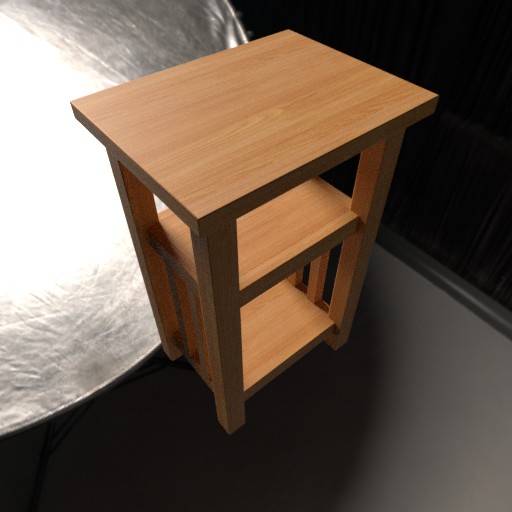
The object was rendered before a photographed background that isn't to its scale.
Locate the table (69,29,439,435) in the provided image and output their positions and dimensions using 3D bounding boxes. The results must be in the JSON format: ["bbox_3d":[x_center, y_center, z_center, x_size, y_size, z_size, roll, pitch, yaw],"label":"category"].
[{"bbox_3d":[0.000,0.000,0.728,0.350,0.550,0.270,-31,54,-26],"label":"table"}]
